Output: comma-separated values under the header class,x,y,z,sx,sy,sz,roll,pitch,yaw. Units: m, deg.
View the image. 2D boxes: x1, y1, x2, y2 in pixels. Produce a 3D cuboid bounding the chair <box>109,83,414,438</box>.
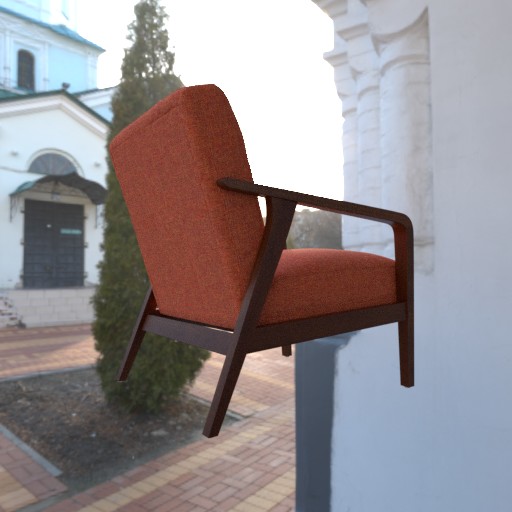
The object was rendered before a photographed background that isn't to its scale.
class,x,y,z,sx,sy,sz,roll,pitch,yaw
chair,0.000,0.000,1.536,0.860,0.890,0.719,1,-2,-35
